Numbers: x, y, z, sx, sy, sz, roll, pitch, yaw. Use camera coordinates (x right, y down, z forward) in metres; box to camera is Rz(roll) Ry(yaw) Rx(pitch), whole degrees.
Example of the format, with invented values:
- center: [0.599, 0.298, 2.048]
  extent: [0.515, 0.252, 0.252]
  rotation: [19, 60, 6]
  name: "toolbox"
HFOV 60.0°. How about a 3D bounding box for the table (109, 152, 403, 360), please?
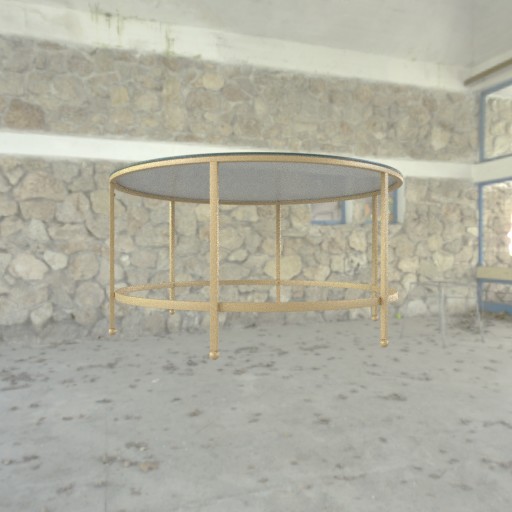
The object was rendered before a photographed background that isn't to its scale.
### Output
- center: [0.000, 0.000, 1.448]
  extent: [0.914, 0.470, 0.914]
  rotation: [0, 0, 0]
  name: "table"
